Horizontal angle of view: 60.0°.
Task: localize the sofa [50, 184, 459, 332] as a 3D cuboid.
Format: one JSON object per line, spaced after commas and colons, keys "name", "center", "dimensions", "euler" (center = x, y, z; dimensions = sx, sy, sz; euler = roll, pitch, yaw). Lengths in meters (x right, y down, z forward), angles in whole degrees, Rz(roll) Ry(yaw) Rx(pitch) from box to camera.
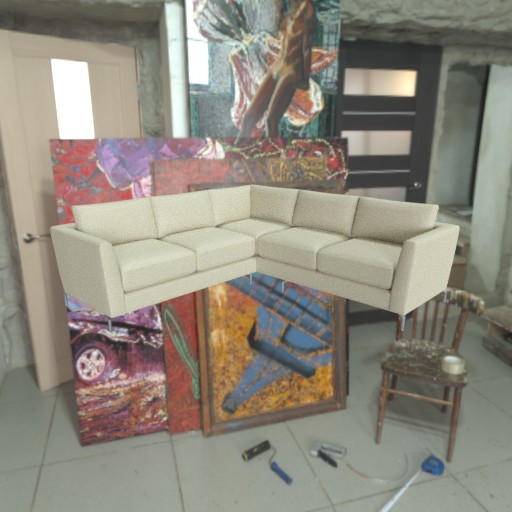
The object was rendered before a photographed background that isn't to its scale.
{"name": "sofa", "center": [0.000, 0.000, 3.751], "dimensions": [2.448, 0.867, 2.430], "euler": [15, 21, 42]}
